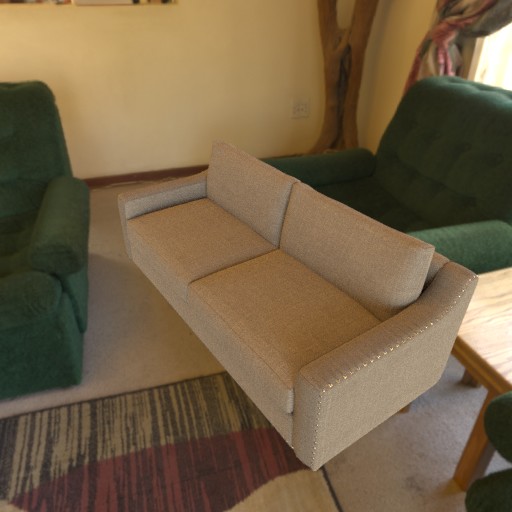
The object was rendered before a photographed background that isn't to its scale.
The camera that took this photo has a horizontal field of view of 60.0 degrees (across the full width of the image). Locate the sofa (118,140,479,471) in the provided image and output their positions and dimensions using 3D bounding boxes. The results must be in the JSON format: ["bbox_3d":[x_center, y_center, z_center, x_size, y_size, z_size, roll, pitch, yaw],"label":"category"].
[{"bbox_3d":[0.000,0.000,2.721,1.000,0.857,2.208,-20,37,-29],"label":"sofa"}]
